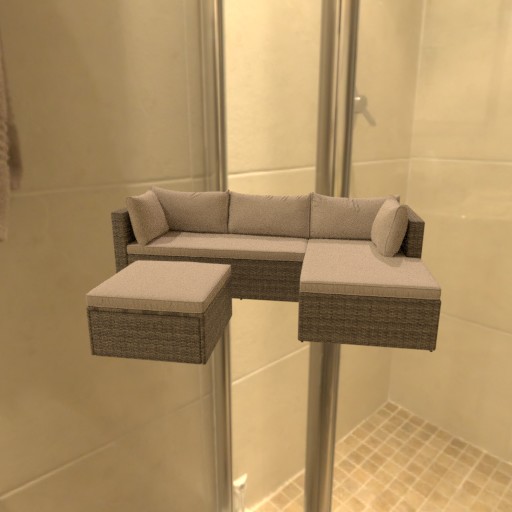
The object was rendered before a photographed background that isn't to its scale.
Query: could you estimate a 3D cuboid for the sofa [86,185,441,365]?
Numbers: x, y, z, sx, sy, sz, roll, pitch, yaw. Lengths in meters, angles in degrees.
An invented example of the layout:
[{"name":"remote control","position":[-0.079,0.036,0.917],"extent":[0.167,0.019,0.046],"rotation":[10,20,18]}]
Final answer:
[{"name":"sofa","position":[0.000,0.000,2.998],"extent":[2.192,0.766,1.662],"rotation":[3,16,9]}]
